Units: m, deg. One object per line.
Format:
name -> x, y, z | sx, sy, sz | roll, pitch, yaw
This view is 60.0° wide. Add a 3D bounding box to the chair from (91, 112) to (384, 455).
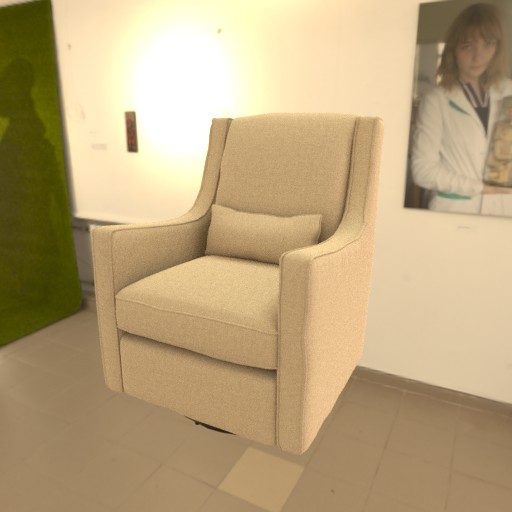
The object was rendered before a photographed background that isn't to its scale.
chair -> 0.000, 0.000, 1.583 | 0.732, 0.993, 0.879 | 8, 18, 26
